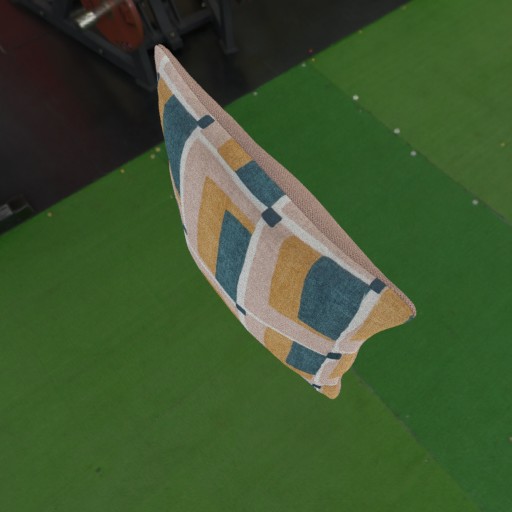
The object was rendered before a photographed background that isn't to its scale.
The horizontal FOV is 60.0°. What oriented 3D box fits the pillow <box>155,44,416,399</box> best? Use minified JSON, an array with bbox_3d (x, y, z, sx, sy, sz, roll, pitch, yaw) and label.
[{"bbox_3d":[0.000,0.000,0.715,0.158,0.479,0.478,-34,68,-16],"label":"pillow"}]
